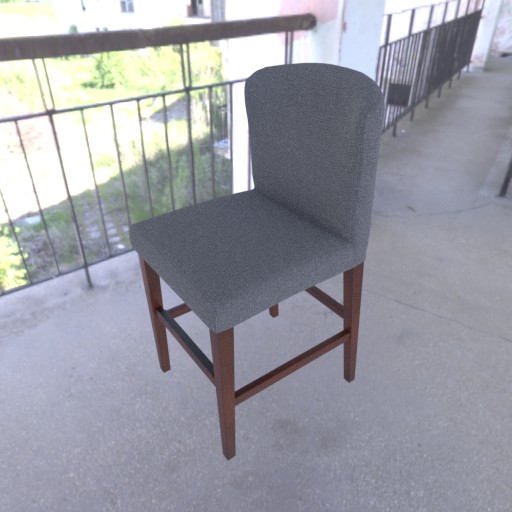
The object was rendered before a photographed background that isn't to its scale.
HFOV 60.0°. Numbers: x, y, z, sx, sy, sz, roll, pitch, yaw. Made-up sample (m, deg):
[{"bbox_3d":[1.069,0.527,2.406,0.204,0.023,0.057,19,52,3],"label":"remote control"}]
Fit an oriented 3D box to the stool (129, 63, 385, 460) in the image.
[{"bbox_3d":[0.000,0.000,1.274,0.568,0.968,0.479,-22,38,-30],"label":"stool"}]
